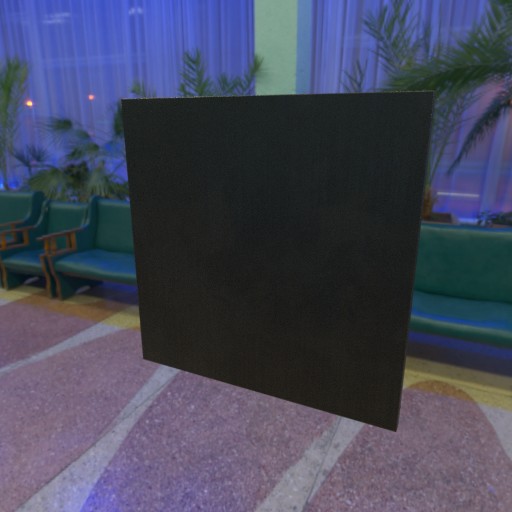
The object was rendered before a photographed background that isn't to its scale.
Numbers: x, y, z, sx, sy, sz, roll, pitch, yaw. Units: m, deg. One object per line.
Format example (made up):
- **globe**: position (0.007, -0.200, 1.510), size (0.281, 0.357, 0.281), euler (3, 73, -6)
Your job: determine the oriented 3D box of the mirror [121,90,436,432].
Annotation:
- **mirror**: position (0.000, 0.000, 0.559), size (0.382, 0.381, 0.020), euler (8, 19, 25)
